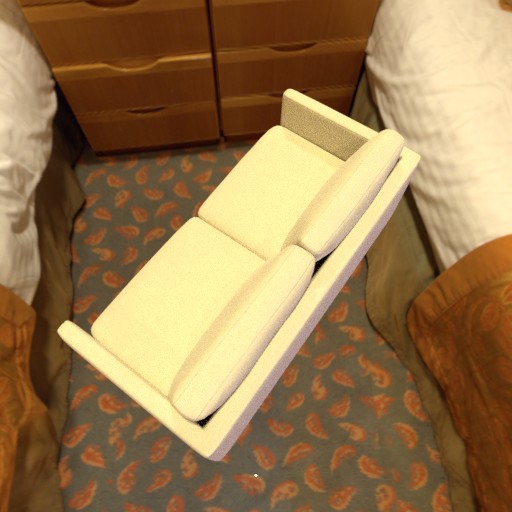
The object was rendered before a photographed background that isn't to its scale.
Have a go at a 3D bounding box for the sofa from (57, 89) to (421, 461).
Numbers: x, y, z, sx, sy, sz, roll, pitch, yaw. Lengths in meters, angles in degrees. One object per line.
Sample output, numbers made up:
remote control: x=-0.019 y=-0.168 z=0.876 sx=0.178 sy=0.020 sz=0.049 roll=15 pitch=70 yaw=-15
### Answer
sofa: x=0.000 y=0.000 z=2.538 sx=0.965 sy=0.889 sz=1.981 roll=33 pitch=68 yaw=15
